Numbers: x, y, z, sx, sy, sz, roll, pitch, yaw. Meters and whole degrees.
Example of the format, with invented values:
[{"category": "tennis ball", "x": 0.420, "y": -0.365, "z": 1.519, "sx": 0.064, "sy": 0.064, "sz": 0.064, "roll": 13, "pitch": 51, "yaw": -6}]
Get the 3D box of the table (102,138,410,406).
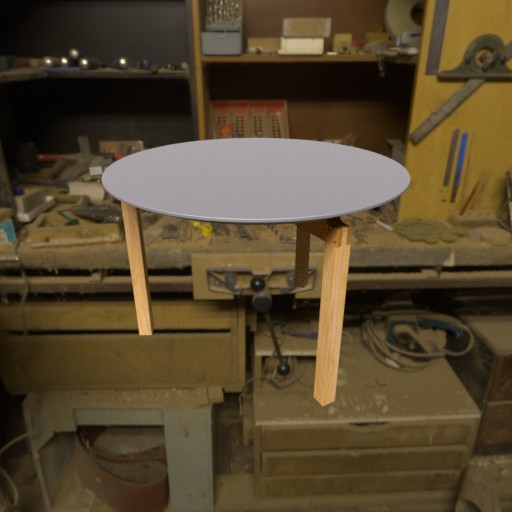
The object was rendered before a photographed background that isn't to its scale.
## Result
[{"category": "table", "x": 0.000, "y": 0.000, "z": 0.990, "sx": 0.600, "sy": 0.405, "sz": 0.600, "roll": 0, "pitch": 26, "yaw": 0}]
